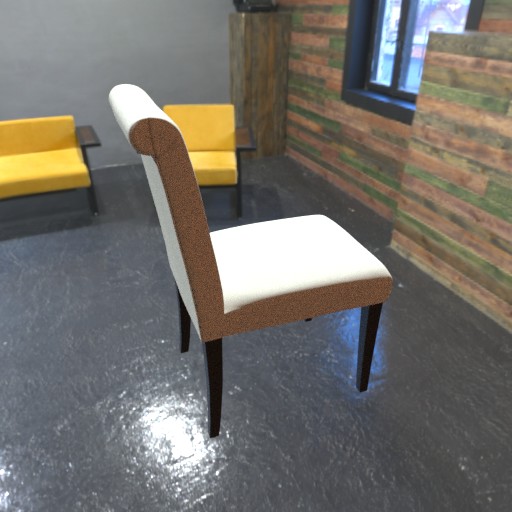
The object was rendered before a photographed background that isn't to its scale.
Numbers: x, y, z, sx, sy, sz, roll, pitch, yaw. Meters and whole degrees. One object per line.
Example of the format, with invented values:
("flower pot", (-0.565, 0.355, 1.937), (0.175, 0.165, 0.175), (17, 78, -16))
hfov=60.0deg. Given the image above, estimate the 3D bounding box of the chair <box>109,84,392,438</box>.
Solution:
("chair", (0.000, 0.000, 1.370), (0.708, 0.976, 0.452), (-11, 31, -18))
